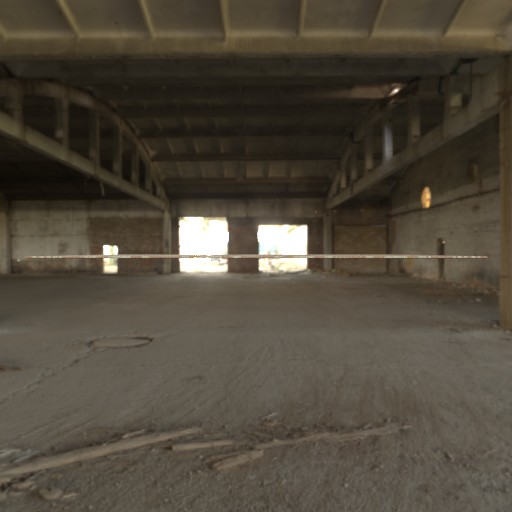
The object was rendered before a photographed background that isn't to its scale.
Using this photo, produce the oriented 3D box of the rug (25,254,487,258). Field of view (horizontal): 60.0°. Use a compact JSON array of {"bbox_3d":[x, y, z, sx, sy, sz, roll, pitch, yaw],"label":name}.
[{"bbox_3d":[0.000,0.000,3.088,2.435,0.011,1.526,0,1,0],"label":"rug"}]
